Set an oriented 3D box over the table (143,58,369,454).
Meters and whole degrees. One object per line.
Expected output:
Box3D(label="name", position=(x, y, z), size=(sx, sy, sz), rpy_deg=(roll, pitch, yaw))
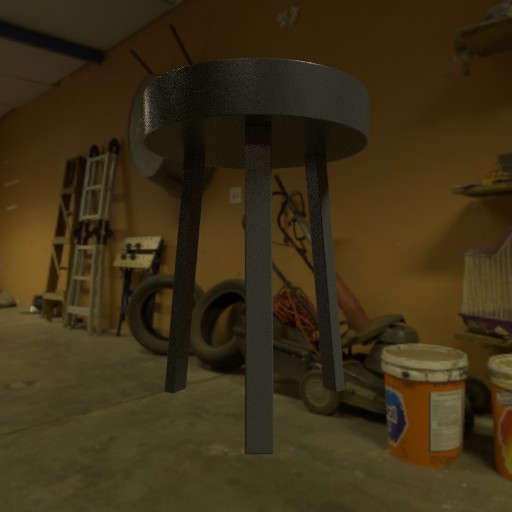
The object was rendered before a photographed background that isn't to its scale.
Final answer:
Box3D(label="table", position=(0.000, 0.000, 0.827), size=(0.406, 0.559, 0.406), rpy_deg=(0, 0, 0))
